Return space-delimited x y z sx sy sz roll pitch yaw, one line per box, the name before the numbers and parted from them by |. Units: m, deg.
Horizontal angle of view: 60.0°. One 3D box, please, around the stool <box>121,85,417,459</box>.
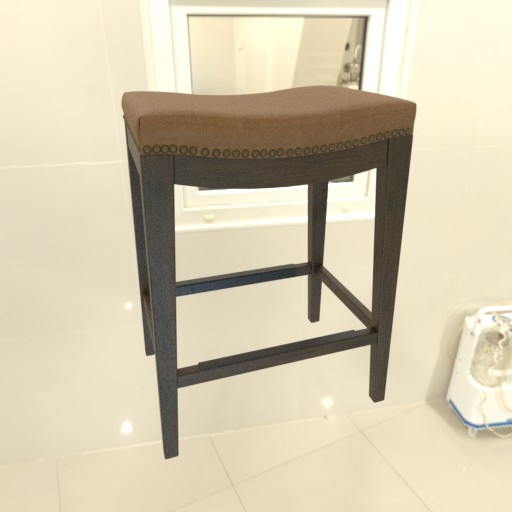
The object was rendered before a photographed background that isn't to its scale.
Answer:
stool | 0.000 0.000 0.956 0.500 0.660 0.361 -8 27 -17
